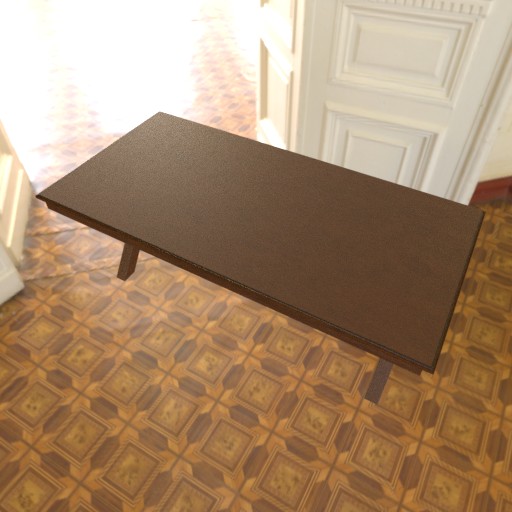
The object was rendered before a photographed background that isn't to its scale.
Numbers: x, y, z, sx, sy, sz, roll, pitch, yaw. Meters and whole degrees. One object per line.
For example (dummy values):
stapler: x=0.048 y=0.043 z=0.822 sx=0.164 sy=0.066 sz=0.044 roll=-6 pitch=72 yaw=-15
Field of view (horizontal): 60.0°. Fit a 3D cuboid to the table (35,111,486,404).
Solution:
table: x=0.000 y=0.000 z=1.473 sx=1.197 sy=0.459 sz=0.594 roll=22 pitch=50 yaw=20
